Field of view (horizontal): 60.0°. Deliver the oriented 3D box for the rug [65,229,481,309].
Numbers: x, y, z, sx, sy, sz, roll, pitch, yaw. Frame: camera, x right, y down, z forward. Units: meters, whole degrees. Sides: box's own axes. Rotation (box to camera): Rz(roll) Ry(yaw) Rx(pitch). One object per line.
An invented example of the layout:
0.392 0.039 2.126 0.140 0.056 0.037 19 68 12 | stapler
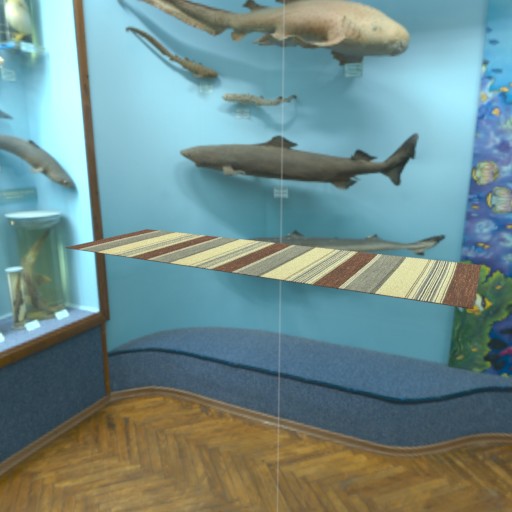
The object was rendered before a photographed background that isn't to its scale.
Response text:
0.000 0.000 2.704 2.437 0.006 0.792 7 15 27 | rug
